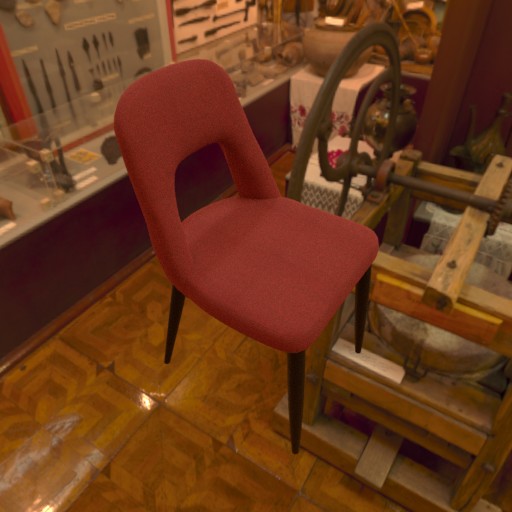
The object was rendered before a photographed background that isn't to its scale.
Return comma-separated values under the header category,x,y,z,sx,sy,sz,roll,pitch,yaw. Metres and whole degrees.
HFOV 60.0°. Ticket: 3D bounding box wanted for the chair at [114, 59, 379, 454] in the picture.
category,x,y,z,sx,sy,sz,roll,pitch,yaw
chair,0.000,0.000,1.200,0.569,0.892,0.483,24,46,26
